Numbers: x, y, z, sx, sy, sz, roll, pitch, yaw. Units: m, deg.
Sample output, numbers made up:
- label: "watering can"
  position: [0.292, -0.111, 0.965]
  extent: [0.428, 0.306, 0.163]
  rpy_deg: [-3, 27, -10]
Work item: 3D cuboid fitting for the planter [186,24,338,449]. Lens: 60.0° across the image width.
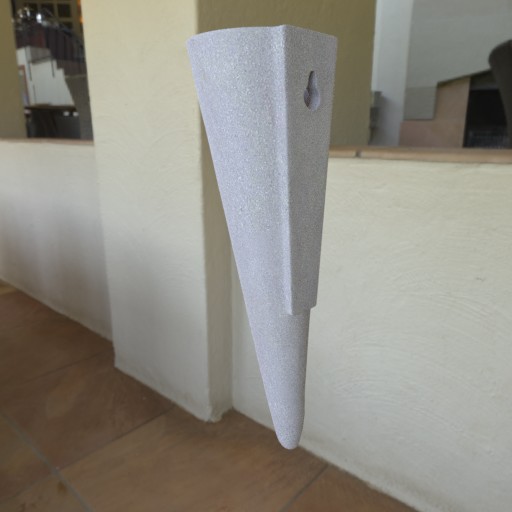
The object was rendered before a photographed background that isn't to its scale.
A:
- label: "planter"
  position: [0.000, 0.000, 0.293]
  extent: [0.078, 0.259, 0.087]
  rpy_deg: [-15, 21, -43]
